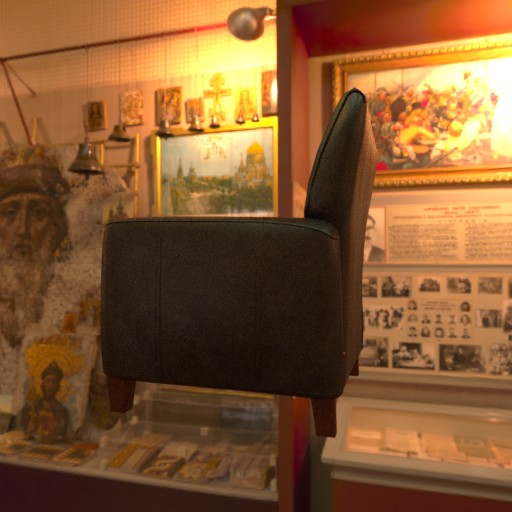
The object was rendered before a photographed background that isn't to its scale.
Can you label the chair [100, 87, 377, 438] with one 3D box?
[{"bbox_3d":[0.000,0.000,1.676,0.864,1.014,0.848,0,-1,18],"label":"chair"}]
